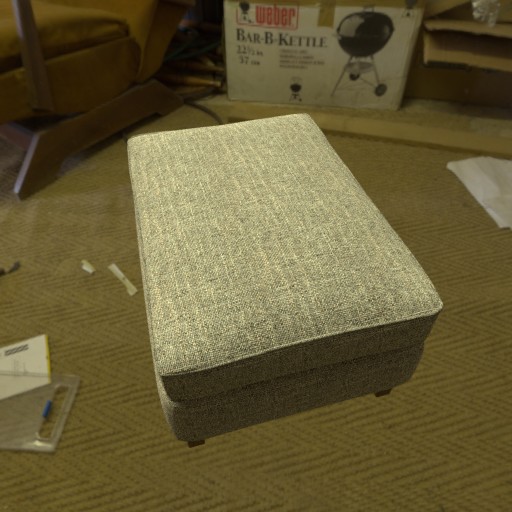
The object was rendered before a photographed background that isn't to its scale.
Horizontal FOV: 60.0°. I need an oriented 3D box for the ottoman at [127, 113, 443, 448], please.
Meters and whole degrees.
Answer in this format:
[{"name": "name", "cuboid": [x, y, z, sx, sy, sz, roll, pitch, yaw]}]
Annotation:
[{"name": "ottoman", "cuboid": [0.000, 0.000, 0.991, 0.508, 0.406, 0.686, -11, 47, -11]}]
